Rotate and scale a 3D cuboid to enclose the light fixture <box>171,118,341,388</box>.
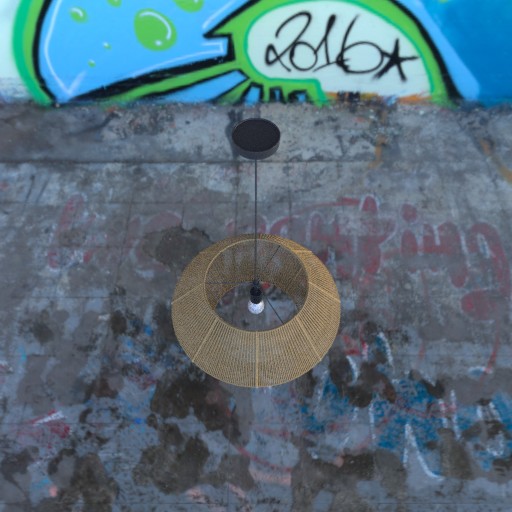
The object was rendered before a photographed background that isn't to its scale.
[{"bbox_3d":[0.000,0.000,1.396,0.643,1.009,0.643,0,58,0],"label":"light fixture"}]
